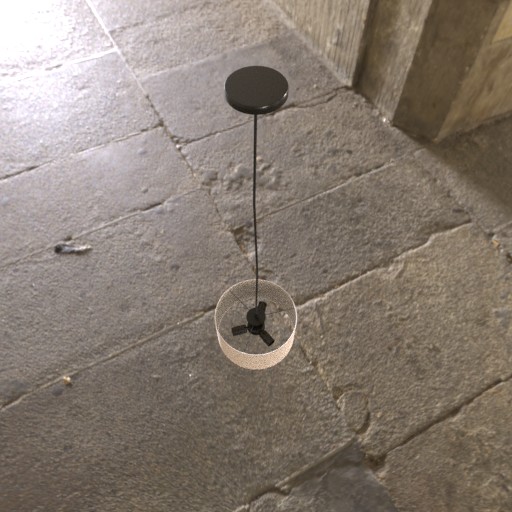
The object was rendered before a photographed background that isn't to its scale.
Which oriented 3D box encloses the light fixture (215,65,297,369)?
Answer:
[{"bbox_3d":[0.000,0.000,1.681,0.399,1.516,0.399,0,58,0],"label":"light fixture"}]
